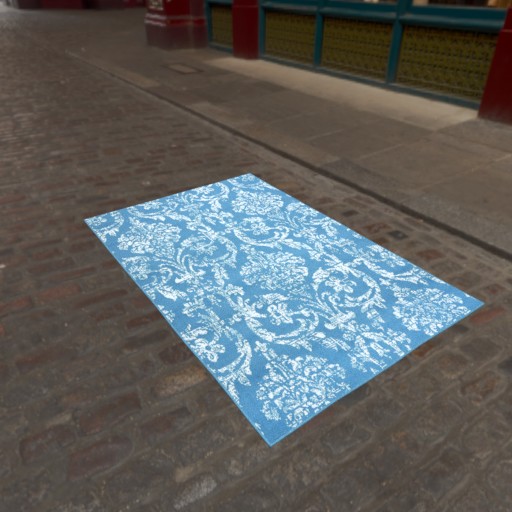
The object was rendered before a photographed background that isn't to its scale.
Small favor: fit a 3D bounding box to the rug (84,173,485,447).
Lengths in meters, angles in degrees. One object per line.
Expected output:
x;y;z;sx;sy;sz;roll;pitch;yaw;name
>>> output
0.000;0.000;2.313;1.211;0.012;1.833;-22;39;-29;rug
